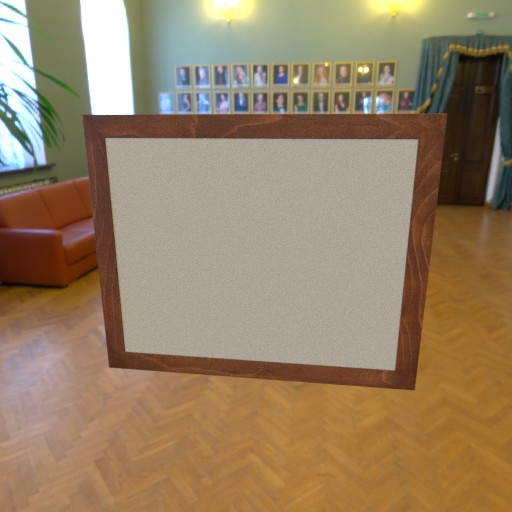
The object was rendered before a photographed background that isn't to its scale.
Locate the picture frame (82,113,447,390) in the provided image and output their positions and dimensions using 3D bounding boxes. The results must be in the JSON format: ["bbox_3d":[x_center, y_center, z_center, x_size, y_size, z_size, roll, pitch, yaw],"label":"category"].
[{"bbox_3d":[0.000,0.000,0.751,0.559,0.457,0.025,2,17,7],"label":"picture frame"}]
